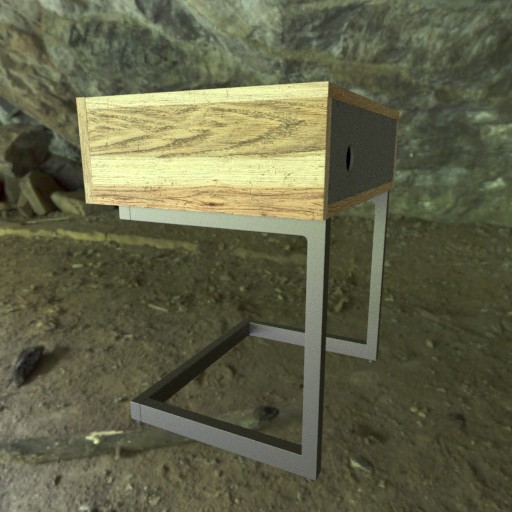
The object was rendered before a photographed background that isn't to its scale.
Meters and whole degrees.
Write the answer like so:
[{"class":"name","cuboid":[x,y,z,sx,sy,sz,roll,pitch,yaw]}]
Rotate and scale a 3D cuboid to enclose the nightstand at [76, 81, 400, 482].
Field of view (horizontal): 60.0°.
[{"class":"nightstand","cuboid":[0.000,0.000,0.982,0.481,0.632,0.558,7,15,26]}]
